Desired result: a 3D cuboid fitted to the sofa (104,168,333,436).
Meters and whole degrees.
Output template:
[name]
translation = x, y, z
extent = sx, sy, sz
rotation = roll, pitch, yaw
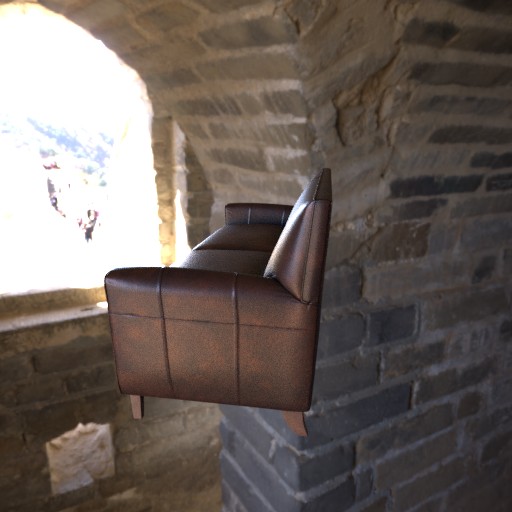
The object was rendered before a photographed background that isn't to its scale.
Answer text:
[sofa]
translation = 0.000, 0.000, 2.437
extent = 0.786, 0.871, 1.995
rotation = 2, 14, 9
